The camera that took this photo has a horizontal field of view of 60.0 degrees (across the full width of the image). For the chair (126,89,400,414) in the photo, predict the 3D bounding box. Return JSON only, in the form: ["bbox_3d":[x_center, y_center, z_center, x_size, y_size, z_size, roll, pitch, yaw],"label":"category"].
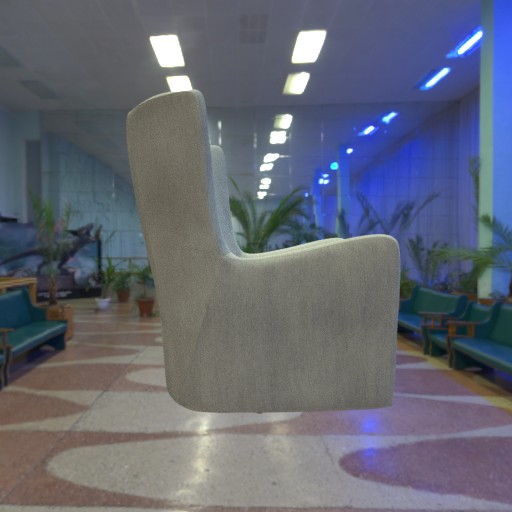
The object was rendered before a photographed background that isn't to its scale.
[{"bbox_3d":[0.000,0.000,1.684,0.904,1.000,0.779,0,1,1],"label":"chair"}]
